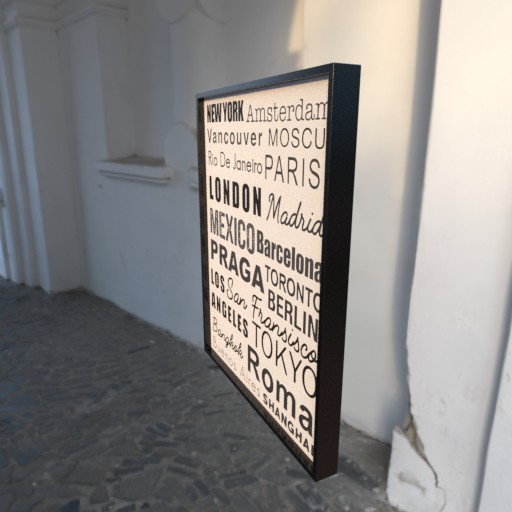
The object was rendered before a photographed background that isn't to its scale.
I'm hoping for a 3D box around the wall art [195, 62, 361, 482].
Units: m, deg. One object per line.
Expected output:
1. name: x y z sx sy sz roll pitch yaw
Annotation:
1. wall art: 0.000 0.000 0.755 0.038 0.551 0.448 -8 17 -26
